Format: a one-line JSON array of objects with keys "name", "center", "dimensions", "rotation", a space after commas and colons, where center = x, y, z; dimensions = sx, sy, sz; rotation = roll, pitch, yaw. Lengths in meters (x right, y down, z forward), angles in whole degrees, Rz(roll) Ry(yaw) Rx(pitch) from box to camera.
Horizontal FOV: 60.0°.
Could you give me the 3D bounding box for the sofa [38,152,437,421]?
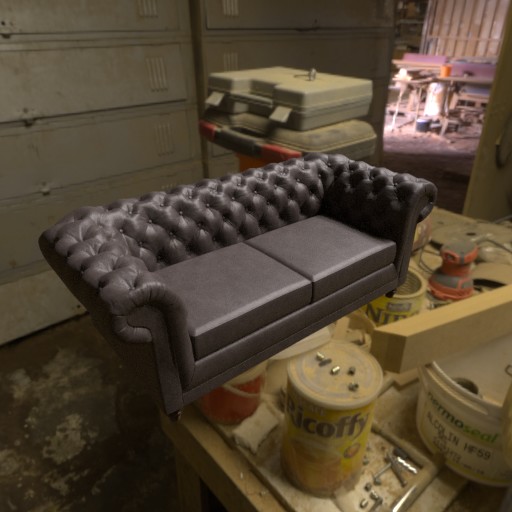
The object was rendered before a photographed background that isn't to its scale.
[{"name": "sofa", "center": [0.000, 0.000, 2.511], "dimensions": [2.048, 0.779, 0.944], "rotation": [-21, 34, -34]}]
